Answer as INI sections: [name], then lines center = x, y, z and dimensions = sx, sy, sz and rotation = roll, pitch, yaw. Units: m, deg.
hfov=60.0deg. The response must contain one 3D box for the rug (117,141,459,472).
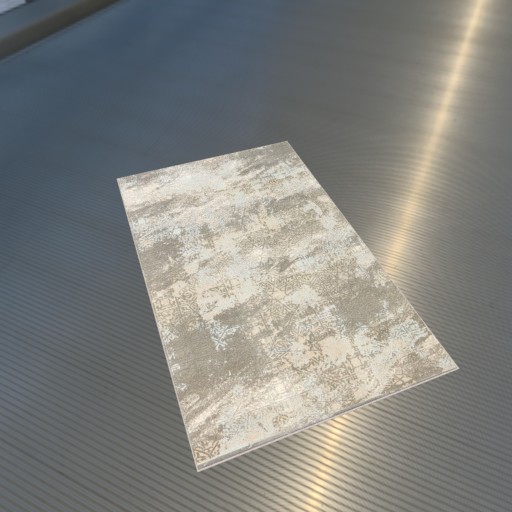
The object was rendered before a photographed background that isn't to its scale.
[rug]
center = 0.000, 0.000, 3.088
dimensions = 1.536, 0.012, 2.431
rotation = -16, 50, -14
